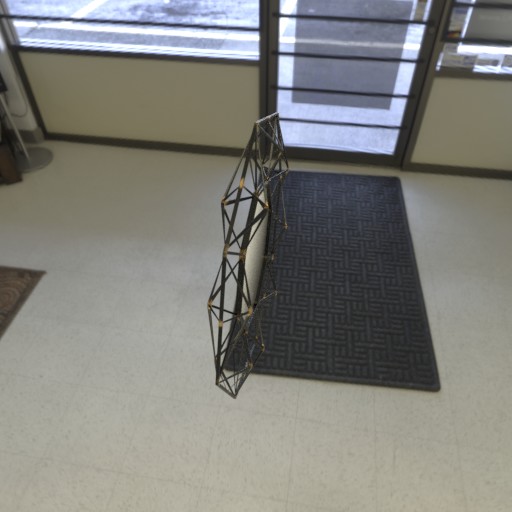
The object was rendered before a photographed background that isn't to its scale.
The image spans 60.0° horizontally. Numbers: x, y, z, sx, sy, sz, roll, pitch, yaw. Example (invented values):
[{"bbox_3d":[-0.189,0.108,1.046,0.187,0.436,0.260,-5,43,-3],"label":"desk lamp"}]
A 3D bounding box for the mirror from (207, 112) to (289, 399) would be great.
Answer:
[{"bbox_3d":[0.000,0.000,1.086,0.094,0.710,0.710,9,45,9],"label":"mirror"}]
